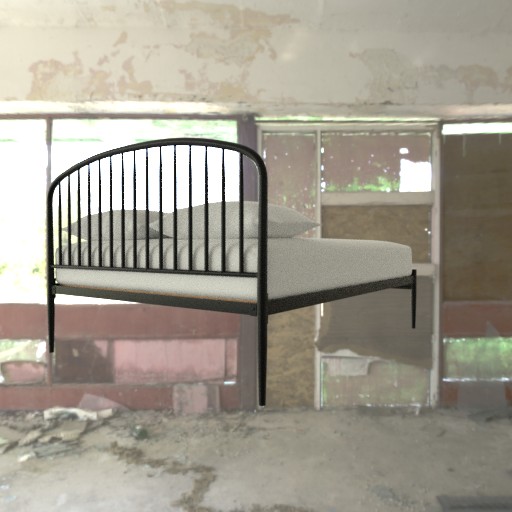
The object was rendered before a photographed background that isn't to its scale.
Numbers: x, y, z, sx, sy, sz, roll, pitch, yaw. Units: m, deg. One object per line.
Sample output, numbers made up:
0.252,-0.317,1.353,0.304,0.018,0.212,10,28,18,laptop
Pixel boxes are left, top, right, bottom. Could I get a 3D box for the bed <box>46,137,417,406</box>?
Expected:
0.000,0.000,3.113,1.618,1.166,2.159,1,1,35,bed
